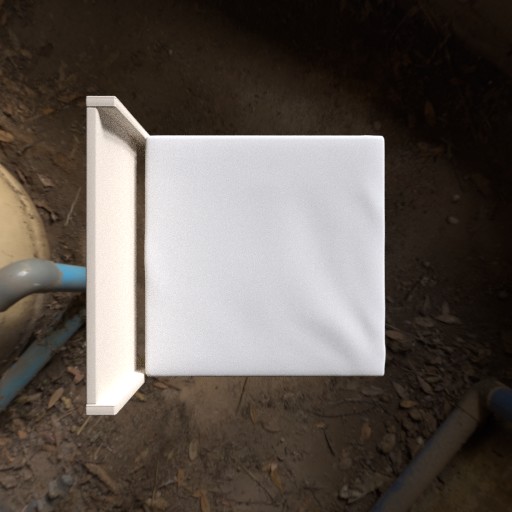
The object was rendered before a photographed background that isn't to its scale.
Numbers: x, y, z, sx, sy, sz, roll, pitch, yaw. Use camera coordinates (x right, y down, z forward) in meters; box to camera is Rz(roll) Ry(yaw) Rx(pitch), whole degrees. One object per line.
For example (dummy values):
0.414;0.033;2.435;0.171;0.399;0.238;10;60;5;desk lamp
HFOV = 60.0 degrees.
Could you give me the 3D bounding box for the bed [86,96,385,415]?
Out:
0.000;0.000;3.686;2.293;1.471;2.145;0;90;0;bed
